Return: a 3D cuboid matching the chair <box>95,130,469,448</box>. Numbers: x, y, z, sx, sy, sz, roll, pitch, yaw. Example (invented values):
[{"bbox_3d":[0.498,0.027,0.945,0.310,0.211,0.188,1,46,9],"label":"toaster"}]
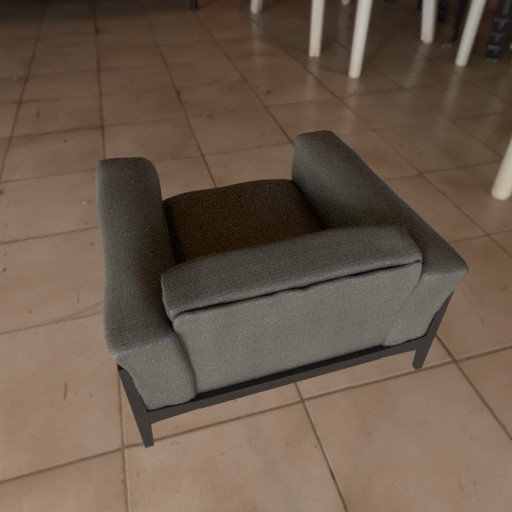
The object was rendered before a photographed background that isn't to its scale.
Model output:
[{"bbox_3d":[0.000,0.000,1.662,1.056,0.646,0.969,-12,43,-13],"label":"chair"}]
